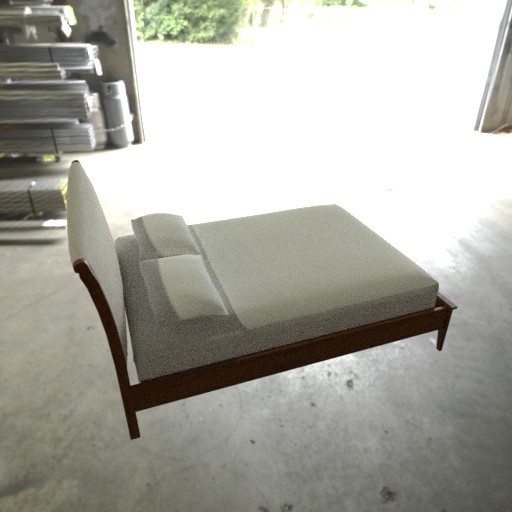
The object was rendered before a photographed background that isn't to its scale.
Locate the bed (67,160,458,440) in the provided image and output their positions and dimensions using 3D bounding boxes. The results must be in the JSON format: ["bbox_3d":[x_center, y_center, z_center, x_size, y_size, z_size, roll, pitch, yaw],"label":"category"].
[{"bbox_3d":[0.000,0.000,3.268,2.380,1.250,1.612,-10,32,-17],"label":"bed"}]
